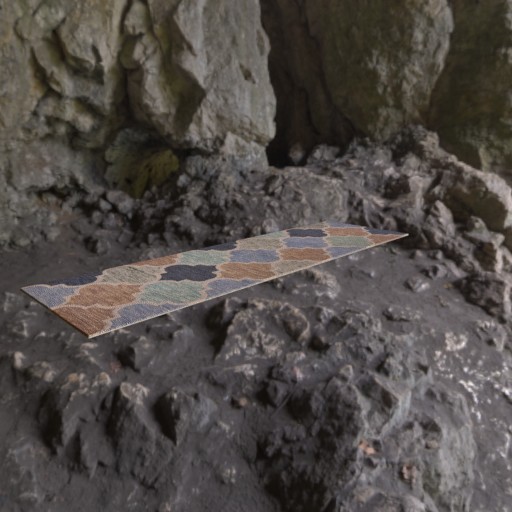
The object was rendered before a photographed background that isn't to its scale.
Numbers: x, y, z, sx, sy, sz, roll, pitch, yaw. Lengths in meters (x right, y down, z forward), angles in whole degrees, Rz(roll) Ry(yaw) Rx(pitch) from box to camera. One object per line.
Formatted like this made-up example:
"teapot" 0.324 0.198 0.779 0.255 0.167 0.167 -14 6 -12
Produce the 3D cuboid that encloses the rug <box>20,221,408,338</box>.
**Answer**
"rug" 0.000 0.000 2.514 2.287 0.011 0.687 -15 21 -43
